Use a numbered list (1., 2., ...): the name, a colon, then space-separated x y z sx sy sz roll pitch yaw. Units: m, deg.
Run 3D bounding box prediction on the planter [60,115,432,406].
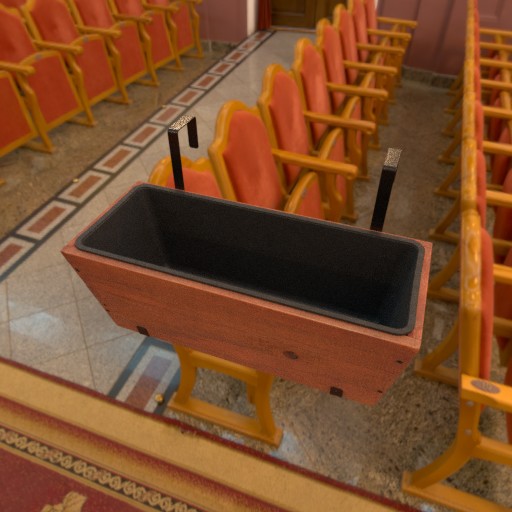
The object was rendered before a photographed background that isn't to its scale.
1. planter: 0.000 0.000 0.666 0.480 0.289 0.262 14 42 16
